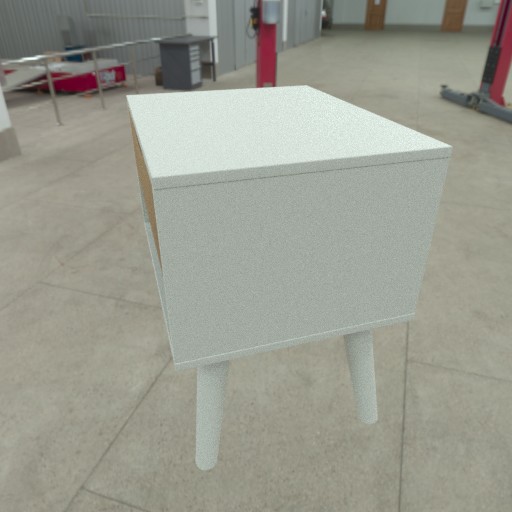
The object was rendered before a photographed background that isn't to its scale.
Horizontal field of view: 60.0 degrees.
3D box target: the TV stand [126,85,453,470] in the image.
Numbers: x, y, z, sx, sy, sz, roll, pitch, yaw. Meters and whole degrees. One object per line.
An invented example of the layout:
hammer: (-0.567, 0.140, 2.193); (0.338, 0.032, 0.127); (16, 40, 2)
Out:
TV stand: (0.000, 0.000, 0.902); (0.405, 0.559, 0.508); (-9, 31, -15)
